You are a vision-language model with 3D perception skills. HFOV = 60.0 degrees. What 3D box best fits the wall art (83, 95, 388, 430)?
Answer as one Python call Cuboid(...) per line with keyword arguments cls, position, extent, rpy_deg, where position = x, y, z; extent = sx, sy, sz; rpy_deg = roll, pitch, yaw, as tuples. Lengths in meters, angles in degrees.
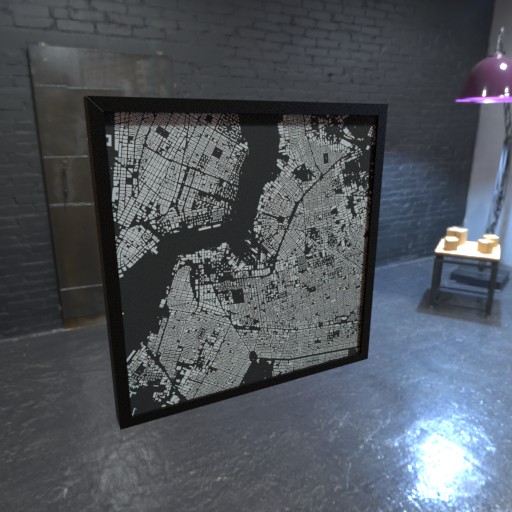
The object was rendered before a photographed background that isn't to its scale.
Cuboid(cls="wall art", position=(0.000, 0.000, 0.765), extent=(0.506, 0.506, 0.038), rpy_deg=(-8, 18, -25))
